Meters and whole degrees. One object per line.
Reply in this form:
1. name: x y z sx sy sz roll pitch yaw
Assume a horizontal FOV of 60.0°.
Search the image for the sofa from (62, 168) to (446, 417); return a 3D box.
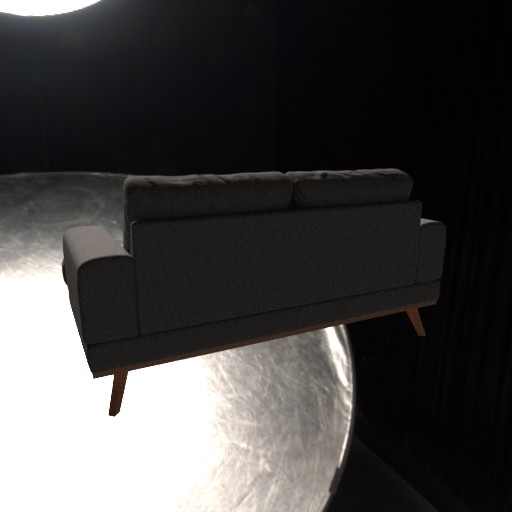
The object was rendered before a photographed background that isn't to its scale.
1. sofa: 0.000 0.000 2.087 1.650 0.810 0.785 -7 16 -26
